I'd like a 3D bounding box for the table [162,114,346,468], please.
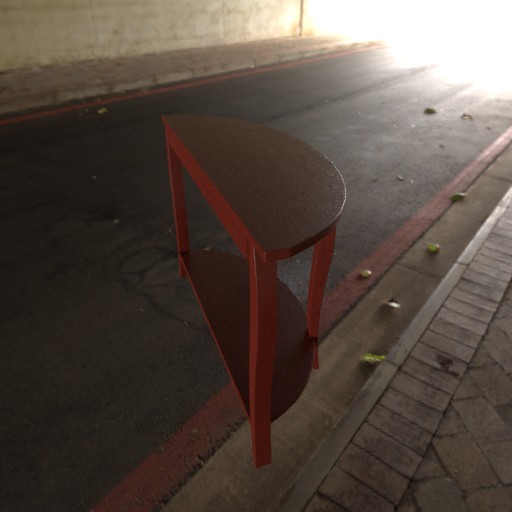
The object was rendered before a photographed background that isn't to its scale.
[{"bbox_3d":[0.000,0.000,1.634,0.405,0.779,1.219,-11,32,-17],"label":"table"}]
